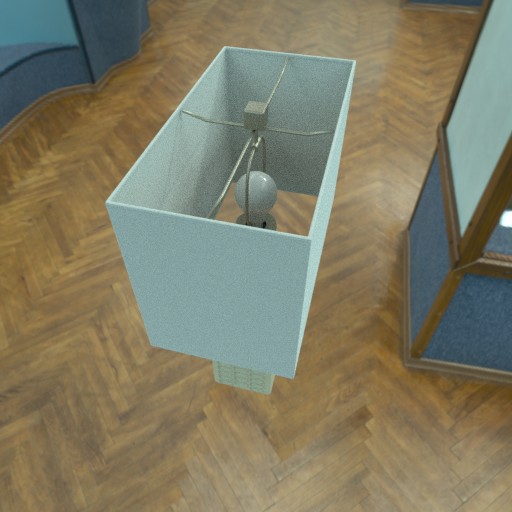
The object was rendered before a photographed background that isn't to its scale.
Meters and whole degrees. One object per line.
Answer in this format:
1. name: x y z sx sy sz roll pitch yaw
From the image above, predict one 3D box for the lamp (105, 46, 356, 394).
1. lamp: 0.000 0.000 0.710 0.200 0.515 0.380 11 48 10
